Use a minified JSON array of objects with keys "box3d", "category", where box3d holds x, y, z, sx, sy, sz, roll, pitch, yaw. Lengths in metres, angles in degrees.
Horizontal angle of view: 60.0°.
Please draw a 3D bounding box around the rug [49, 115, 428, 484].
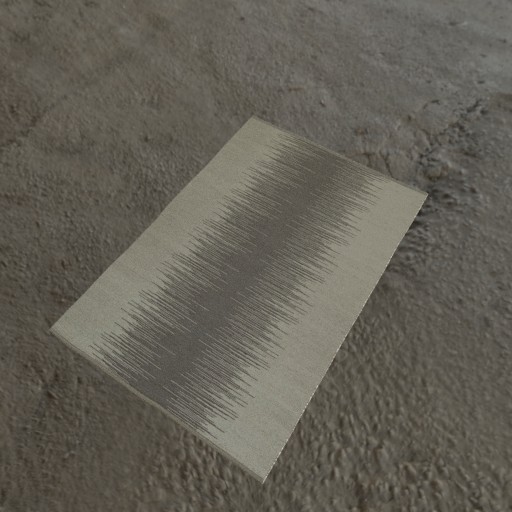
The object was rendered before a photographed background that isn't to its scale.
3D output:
[{"box3d":[0.000,0.000,2.364,1.226,0.007,1.815,29,63,17],"category":"rug"}]
